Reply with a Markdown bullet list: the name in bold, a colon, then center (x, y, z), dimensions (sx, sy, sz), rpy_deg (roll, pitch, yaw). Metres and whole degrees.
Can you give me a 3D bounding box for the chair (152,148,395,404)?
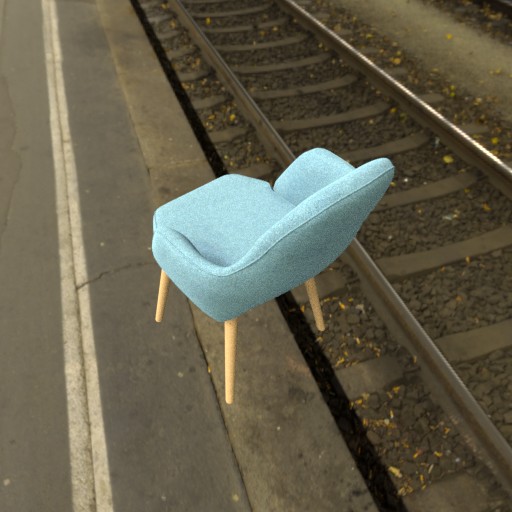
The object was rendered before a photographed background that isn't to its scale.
- **chair**: center (0.000, 0.000, 1.346), dimensions (0.589, 0.920, 0.666), rpy_deg (-32, 54, -27)
